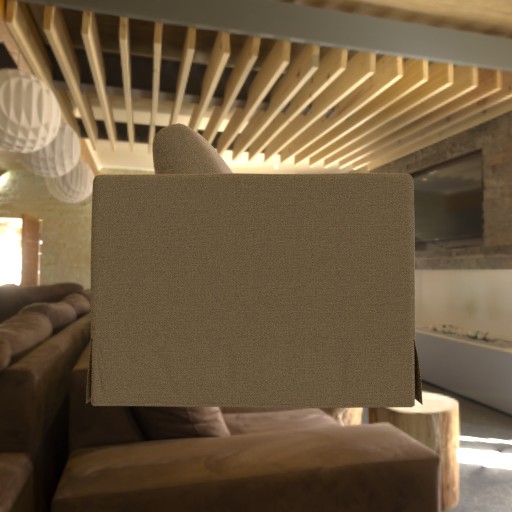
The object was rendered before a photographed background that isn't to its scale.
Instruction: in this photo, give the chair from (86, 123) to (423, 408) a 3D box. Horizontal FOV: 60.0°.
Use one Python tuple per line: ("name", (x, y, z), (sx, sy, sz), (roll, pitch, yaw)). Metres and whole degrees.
("chair", (0.000, 0.000, 1.810), (0.957, 0.878, 1.150), (0, -2, 1))
